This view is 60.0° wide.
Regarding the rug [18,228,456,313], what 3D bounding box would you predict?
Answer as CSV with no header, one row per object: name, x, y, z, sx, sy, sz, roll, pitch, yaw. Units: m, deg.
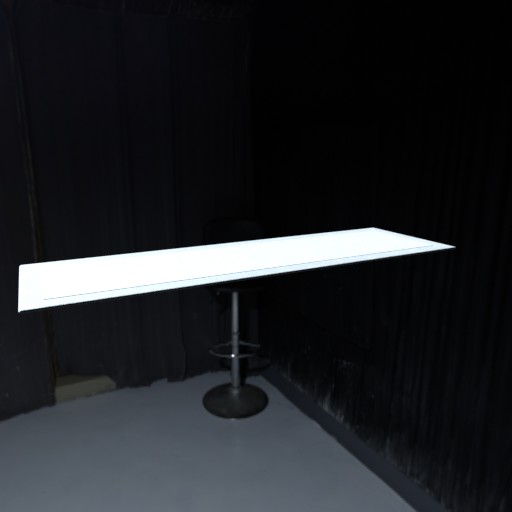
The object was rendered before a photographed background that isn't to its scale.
rug,0.000,0.000,2.560,2.430,0.012,0.759,-7,16,-26
